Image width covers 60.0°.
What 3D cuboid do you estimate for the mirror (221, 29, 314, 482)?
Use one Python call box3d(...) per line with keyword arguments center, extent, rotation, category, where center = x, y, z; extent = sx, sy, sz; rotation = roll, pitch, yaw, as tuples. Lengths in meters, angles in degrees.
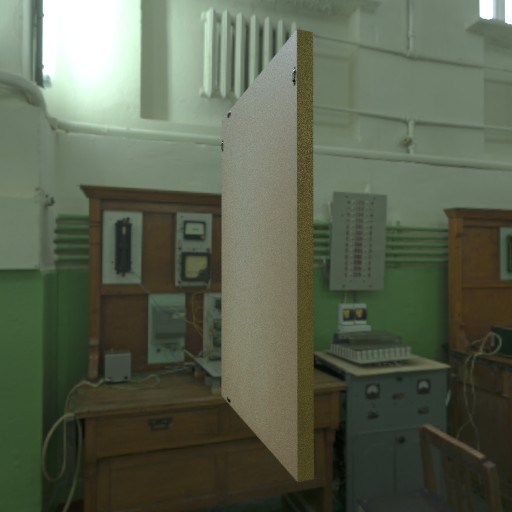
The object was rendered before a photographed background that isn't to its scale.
box3d(center=(0.000, 0.000, 1.188), extent=(0.041, 0.915, 0.609), rotation=(0, -1, -19), category="mirror")
